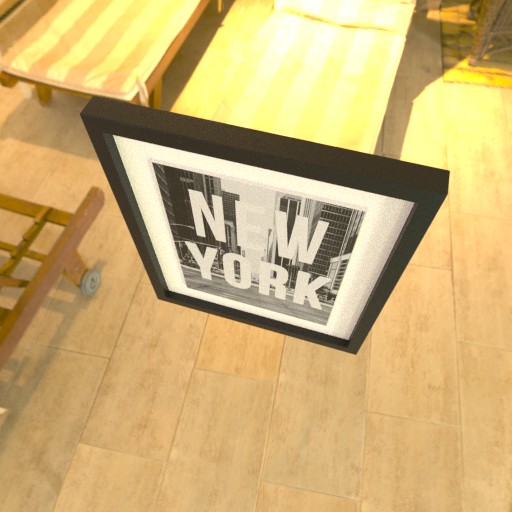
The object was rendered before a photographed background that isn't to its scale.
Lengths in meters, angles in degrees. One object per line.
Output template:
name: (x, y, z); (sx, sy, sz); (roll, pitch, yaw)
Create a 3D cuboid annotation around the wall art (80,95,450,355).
wall art: (0.000, 0.000, 0.547); (0.328, 0.381, 0.028); (14, 59, 9)
